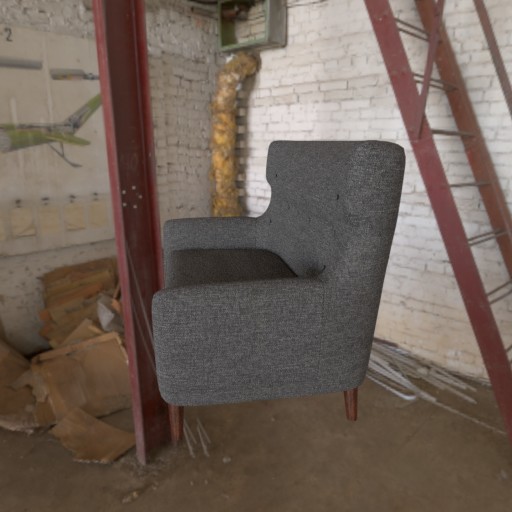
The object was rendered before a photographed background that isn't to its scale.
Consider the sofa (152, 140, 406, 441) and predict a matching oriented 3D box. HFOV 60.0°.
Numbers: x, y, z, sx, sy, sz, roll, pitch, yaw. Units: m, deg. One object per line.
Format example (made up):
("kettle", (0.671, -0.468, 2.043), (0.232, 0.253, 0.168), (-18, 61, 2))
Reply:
("sofa", (0.000, 0.000, 2.033), (0.874, 1.028, 1.358), (-3, 15, -10))
